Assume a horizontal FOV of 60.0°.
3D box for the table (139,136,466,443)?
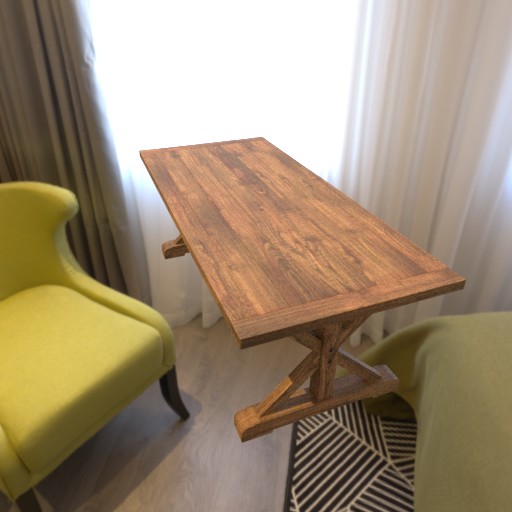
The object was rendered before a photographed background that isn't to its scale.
[{"bbox_3d":[0.000,0.000,2.528,0.907,0.733,2.031,-12,33,-18],"label":"table"}]
